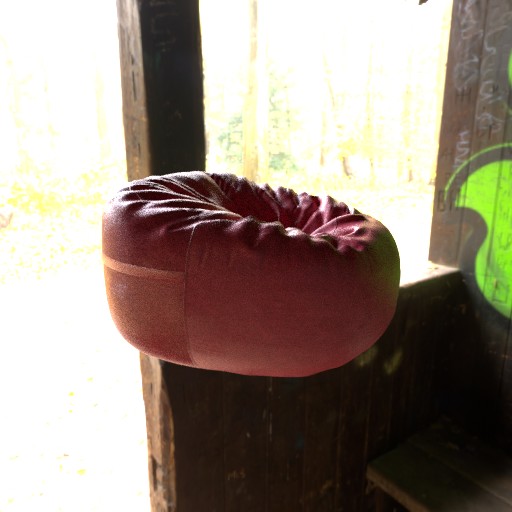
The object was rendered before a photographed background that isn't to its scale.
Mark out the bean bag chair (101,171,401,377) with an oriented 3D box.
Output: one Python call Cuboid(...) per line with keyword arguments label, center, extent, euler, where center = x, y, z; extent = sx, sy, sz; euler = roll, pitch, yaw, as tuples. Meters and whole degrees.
Cuboid(label="bean bag chair", center=(0.000, 0.000, 2.444), extent=(1.524, 0.878, 1.524), euler=(7, 16, 26))
